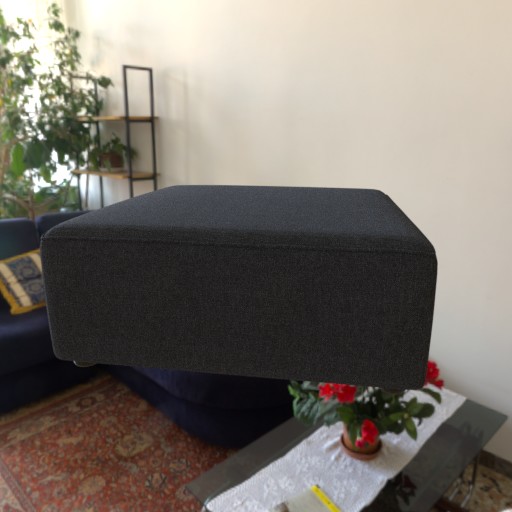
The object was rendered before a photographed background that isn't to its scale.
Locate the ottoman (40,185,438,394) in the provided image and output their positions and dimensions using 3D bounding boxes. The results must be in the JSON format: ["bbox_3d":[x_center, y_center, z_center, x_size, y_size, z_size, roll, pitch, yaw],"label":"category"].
[{"bbox_3d":[0.000,0.000,1.556,1.000,0.439,1.000,3,16,9],"label":"ottoman"}]
